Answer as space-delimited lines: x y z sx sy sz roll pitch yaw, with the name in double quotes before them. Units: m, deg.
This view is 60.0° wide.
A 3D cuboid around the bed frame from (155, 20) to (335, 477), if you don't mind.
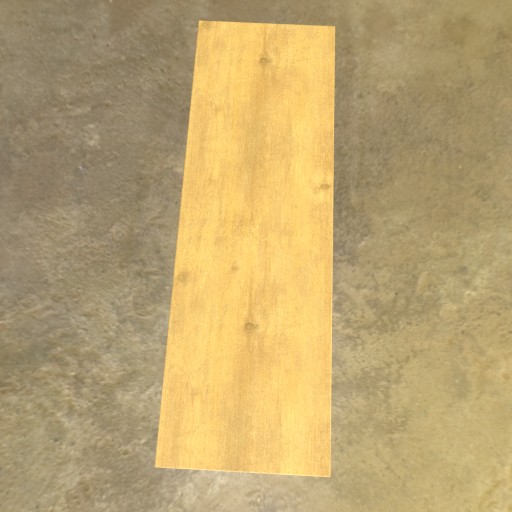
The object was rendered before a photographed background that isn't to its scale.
"bed frame" 0.000 0.000 1.650 0.430 0.850 1.300 3 76 1
